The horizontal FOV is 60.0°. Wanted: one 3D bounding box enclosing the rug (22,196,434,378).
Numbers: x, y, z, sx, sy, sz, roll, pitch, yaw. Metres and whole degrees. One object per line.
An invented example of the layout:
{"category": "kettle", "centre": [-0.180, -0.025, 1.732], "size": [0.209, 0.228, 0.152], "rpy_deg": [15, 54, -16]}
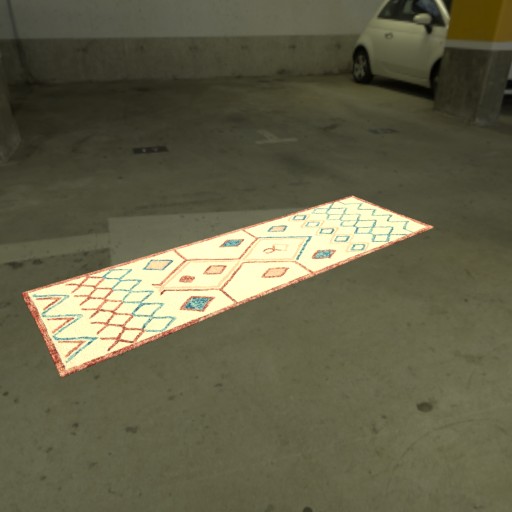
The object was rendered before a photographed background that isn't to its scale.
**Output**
{"category": "rug", "centre": [0.000, 0.000, 2.639], "size": [2.435, 0.011, 0.750], "rpy_deg": [-19, 33, -31]}
